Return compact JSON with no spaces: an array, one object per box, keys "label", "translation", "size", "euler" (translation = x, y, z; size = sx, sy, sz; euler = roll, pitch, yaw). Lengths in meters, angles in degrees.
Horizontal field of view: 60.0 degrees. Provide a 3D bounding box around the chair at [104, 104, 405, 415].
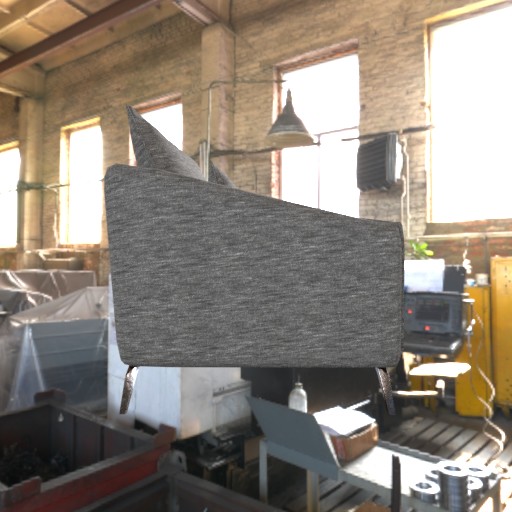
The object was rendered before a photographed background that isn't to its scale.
[{"label":"chair","translation":[0.000,0.000,1.622],"size":[0.805,0.842,1.004],"euler":[0,-2,0]}]
